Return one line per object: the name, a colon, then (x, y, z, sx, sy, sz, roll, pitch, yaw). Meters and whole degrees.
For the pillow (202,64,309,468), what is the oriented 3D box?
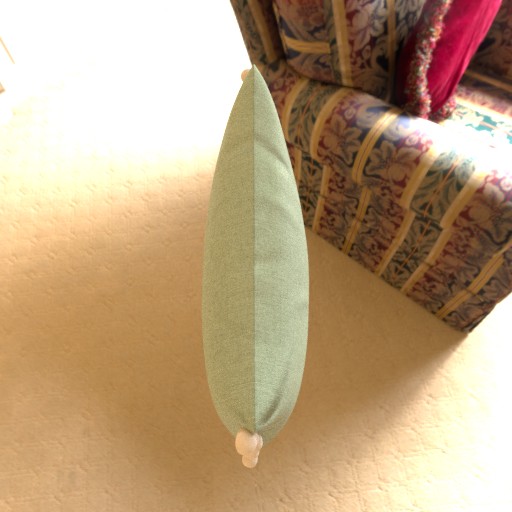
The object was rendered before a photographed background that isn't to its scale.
pillow: (0.000, 0.000, 0.832, 0.201, 0.322, 0.709, 0, 63, 0)
